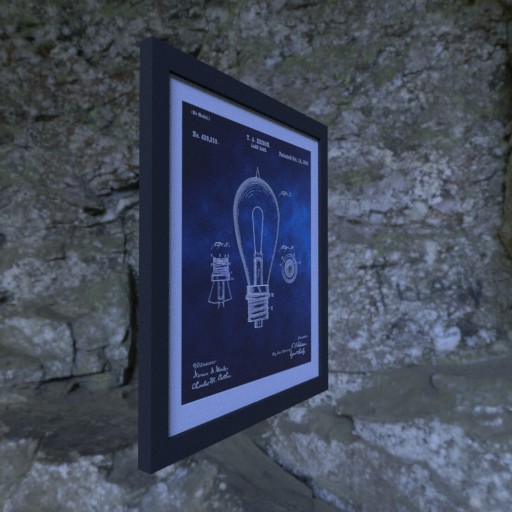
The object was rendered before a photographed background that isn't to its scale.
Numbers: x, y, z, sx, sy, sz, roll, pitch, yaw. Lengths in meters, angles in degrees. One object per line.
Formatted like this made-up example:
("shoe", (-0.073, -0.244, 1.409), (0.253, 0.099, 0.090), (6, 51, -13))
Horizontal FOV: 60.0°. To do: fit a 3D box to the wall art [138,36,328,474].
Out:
("wall art", (0.000, 0.000, 0.686), (0.023, 0.505, 0.428), (-1, -1, 37))
